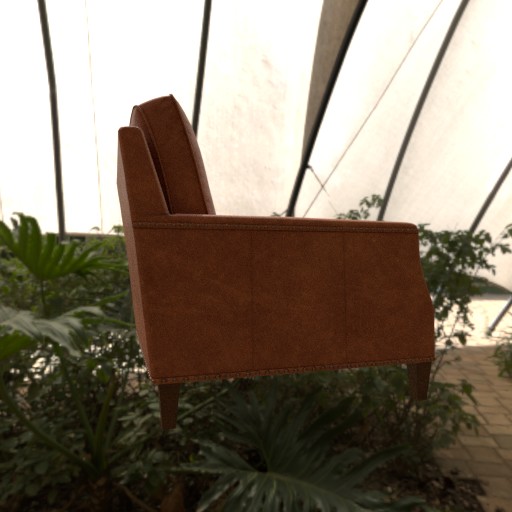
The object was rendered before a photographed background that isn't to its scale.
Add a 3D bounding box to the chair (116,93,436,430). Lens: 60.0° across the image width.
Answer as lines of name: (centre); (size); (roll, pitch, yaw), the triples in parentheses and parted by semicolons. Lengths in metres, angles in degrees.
chair: (0.000, 0.000, 1.691); (1.014, 0.943, 0.853); (0, -1, -18)
